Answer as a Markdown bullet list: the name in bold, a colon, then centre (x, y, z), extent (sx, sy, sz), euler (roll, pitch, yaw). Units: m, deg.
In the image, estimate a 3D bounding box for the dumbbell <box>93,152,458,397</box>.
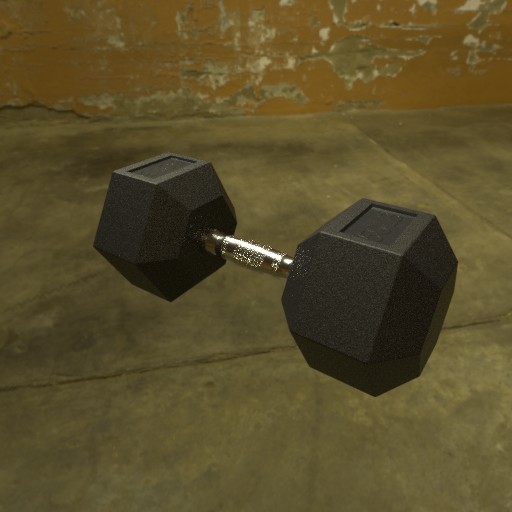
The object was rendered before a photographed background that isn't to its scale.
- **dumbbell**: centre (0.000, 0.000, 0.477), extent (0.384, 0.150, 0.173), euler (19, 35, 30)
